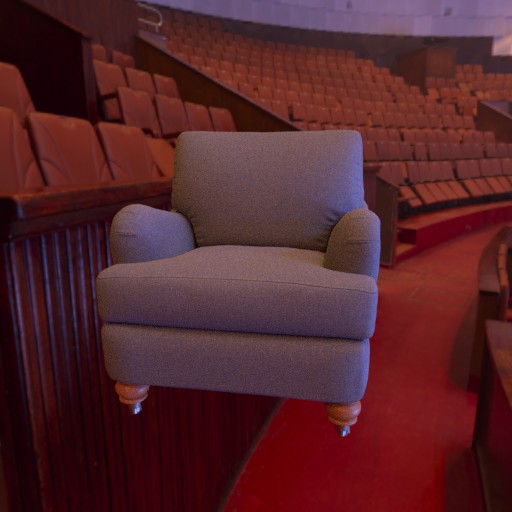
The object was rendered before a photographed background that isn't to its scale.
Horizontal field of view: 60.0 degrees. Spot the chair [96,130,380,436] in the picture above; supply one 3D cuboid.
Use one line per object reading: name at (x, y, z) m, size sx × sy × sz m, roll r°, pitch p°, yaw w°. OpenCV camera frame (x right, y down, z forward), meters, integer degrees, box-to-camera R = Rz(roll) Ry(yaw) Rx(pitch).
chair at (0.000, 0.000, 1.854) m, size 0.955 × 1.038 × 1.070 m, roll 2°, pitch 13°, yaw 10°
